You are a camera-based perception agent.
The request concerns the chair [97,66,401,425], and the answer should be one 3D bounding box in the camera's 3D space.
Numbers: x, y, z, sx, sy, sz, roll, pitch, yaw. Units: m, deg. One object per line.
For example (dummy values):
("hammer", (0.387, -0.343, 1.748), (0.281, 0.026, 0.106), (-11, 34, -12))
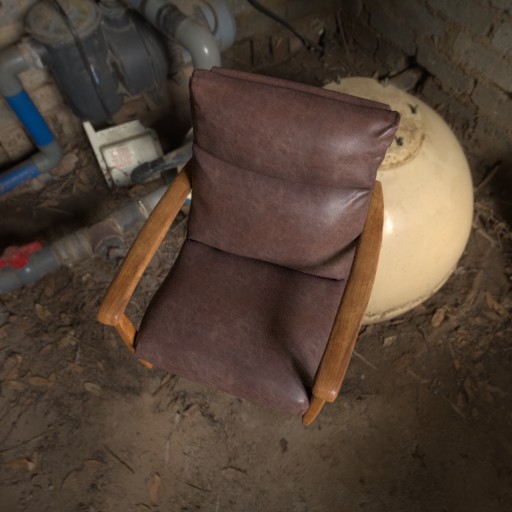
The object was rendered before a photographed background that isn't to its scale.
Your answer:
("chair", (0.000, 0.000, 1.495), (0.782, 0.897, 0.830), (17, 59, 10))
